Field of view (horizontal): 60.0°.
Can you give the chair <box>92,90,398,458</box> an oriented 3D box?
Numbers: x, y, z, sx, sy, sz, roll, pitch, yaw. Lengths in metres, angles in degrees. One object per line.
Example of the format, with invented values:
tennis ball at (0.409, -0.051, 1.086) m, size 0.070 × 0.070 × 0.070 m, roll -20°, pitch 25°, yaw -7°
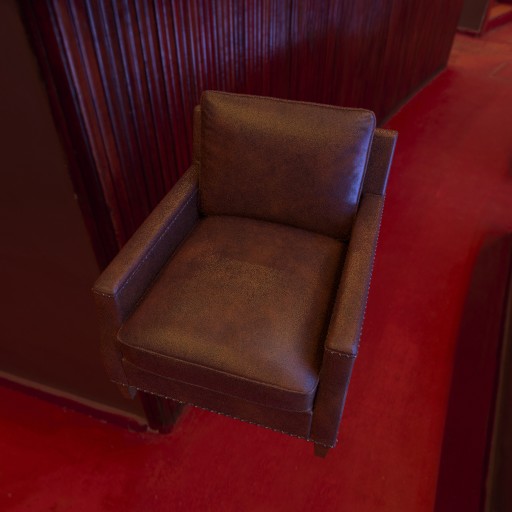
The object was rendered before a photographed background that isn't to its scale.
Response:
chair at (0.000, 0.000, 1.677) m, size 0.853 × 0.929 × 1.014 m, roll 12°, pitch 43°, yaw 13°
